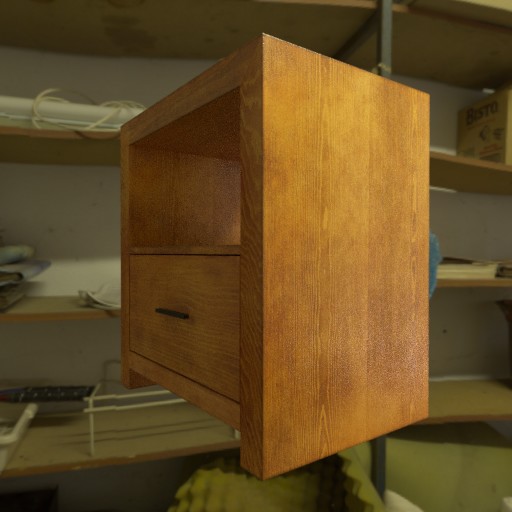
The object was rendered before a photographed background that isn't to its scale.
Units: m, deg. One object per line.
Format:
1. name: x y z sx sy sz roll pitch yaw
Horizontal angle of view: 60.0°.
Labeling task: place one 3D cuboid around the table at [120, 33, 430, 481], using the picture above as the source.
1. table: 0.000 0.000 0.932 0.400 0.605 0.550 0 1 -36
